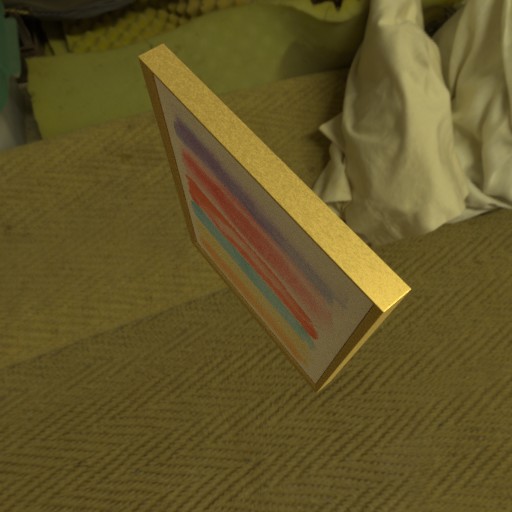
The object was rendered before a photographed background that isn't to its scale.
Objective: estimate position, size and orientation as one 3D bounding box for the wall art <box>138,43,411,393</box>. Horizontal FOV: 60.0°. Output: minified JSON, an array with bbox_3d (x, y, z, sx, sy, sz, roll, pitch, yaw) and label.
[{"bbox_3d":[0.000,0.000,0.902,0.048,0.642,0.537,-36,70,-15],"label":"wall art"}]
